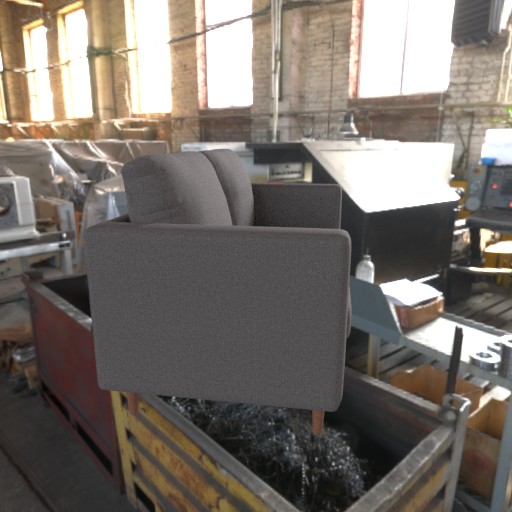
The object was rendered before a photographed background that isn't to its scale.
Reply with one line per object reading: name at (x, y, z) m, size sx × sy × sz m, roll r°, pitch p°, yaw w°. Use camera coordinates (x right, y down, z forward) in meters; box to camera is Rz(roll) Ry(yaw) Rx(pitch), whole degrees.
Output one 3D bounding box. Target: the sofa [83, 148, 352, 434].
sofa at (0.000, 0.000, 1.955) m, size 0.796 × 0.908 × 1.430 m, roll 2°, pitch 15°, yaw 9°
